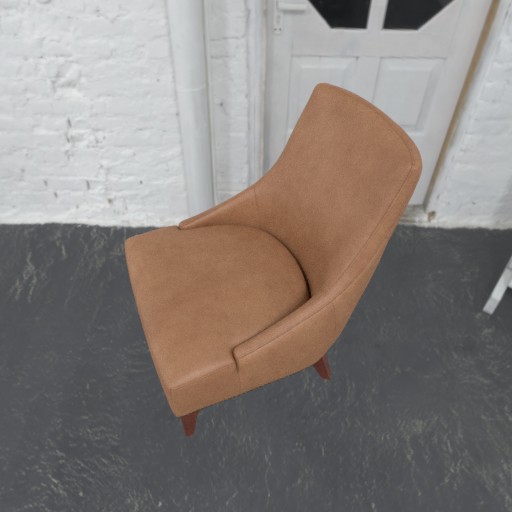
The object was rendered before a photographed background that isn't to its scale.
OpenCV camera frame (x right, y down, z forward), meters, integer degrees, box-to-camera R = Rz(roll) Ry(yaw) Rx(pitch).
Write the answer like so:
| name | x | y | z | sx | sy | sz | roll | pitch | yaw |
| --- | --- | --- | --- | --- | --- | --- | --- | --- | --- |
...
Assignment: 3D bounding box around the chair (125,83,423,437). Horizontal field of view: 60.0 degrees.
| name | x | y | z | sx | sy | sz | roll | pitch | yaw |
| --- | --- | --- | --- | --- | --- | --- | --- | --- | --- |
| chair | 0.000 | 0.000 | 1.542 | 0.861 | 0.909 | 0.701 | -16 | 48 | -15 |
